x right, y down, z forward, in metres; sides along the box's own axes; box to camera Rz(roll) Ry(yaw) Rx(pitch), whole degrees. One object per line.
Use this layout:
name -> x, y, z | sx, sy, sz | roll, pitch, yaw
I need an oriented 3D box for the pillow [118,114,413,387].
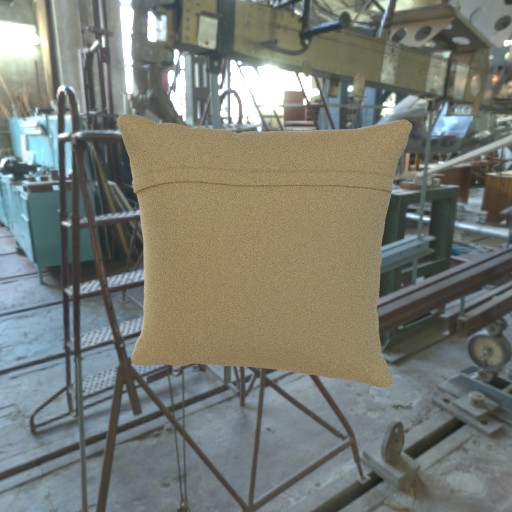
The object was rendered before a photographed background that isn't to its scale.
pillow -> 0.000, 0.000, 0.830 | 0.536, 0.506, 0.229 | 3, 17, 9
